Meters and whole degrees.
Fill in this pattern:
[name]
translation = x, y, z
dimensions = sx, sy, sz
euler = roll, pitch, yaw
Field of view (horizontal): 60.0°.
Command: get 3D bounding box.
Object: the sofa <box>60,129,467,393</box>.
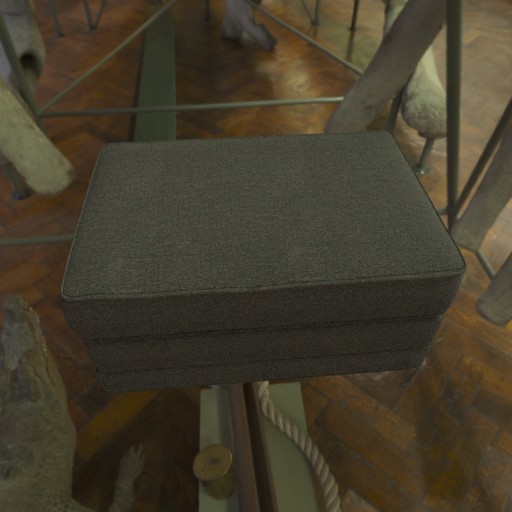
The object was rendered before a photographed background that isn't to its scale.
[sofa]
translation = 0.000, 0.000, 1.222
dimensions = 0.854, 0.457, 0.578
euler = -4, 46, -3
